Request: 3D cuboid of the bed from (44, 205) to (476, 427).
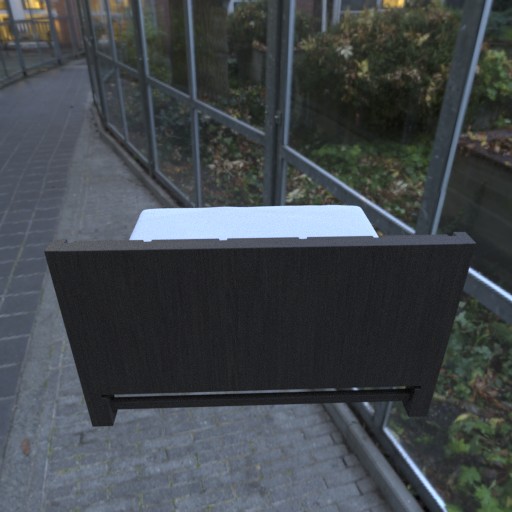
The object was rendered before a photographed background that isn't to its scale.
[{"bbox_3d":[0.000,0.000,3.371,2.134,1.270,2.012,-1,30,-2],"label":"bed"}]
